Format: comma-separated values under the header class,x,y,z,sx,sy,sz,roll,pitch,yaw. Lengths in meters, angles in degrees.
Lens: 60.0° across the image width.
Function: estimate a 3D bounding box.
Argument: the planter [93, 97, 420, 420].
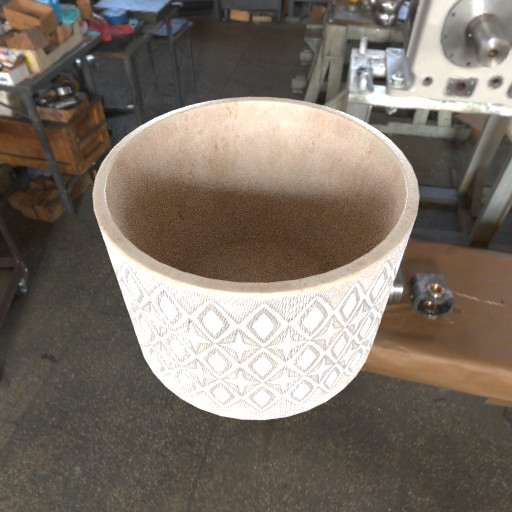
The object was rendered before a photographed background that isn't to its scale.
class,x,y,z,sx,sy,sz,roll,pitch,yaw
planter,0.000,0.000,0.275,0.164,0.127,0.164,0,46,0
